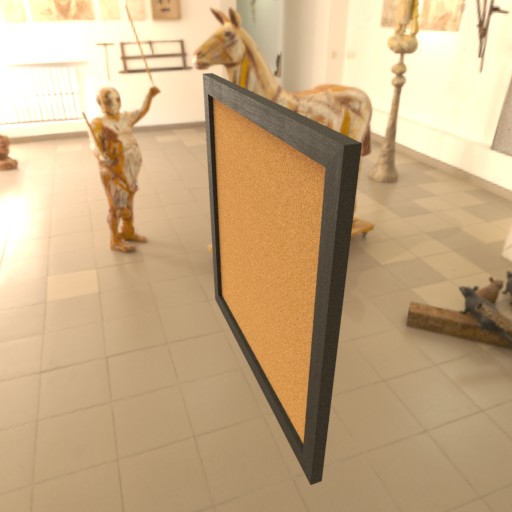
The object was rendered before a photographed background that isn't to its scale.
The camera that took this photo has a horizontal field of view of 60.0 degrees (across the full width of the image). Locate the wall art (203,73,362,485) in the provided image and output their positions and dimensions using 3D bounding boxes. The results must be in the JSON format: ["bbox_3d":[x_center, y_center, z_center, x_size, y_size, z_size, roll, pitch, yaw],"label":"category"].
[{"bbox_3d":[0.000,0.000,1.481,0.038,1.016,1.016,-11,31,-18],"label":"wall art"}]
